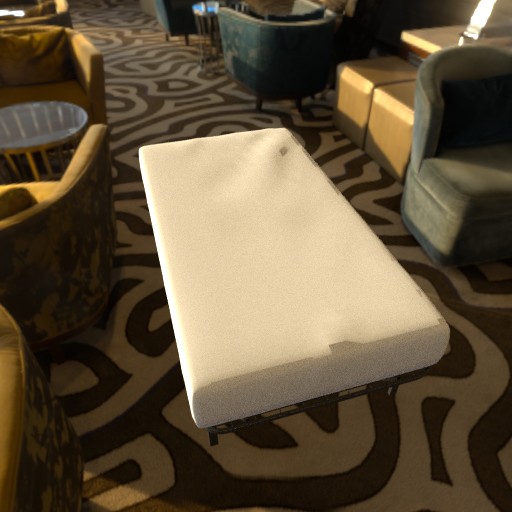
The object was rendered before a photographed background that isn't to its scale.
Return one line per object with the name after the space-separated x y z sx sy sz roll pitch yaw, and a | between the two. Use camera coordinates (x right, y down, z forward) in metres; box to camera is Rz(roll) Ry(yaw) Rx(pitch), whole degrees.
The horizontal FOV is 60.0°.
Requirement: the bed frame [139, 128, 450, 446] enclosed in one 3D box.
0.000 0.000 2.425 1.025 0.640 1.908 -11 42 -13 | bed frame
